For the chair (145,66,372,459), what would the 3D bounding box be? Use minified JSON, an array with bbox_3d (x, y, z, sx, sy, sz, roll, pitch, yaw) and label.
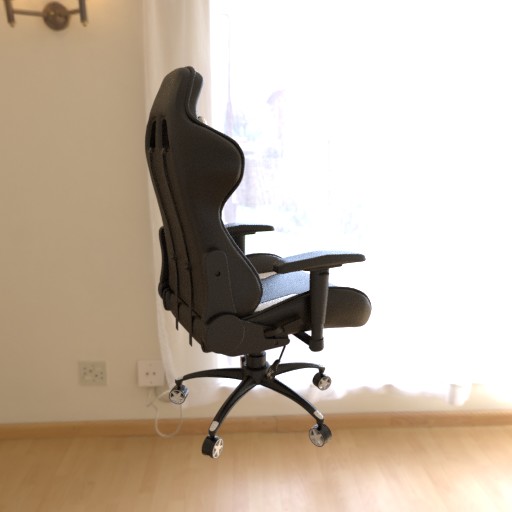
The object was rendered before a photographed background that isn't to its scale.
[{"bbox_3d":[0.000,0.000,1.672,0.695,1.285,0.730,-7,16,-27],"label":"chair"}]
